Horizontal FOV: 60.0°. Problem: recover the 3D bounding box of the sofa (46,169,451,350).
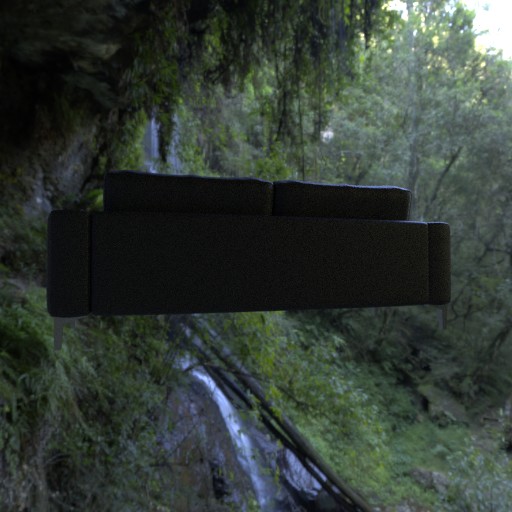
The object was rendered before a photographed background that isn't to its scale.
[{"bbox_3d":[0.000,0.000,2.740,2.275,0.893,0.833,0,-1,-18],"label":"sofa"}]
